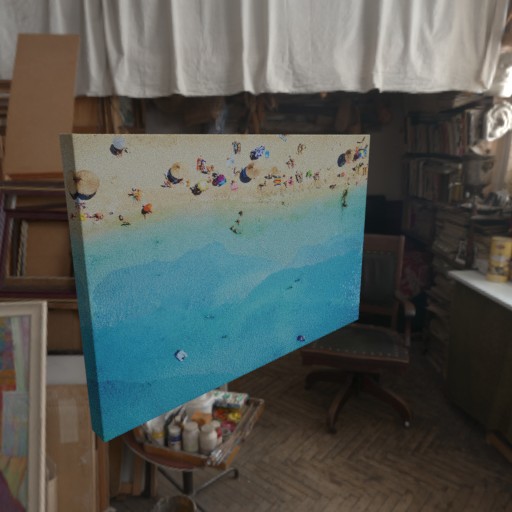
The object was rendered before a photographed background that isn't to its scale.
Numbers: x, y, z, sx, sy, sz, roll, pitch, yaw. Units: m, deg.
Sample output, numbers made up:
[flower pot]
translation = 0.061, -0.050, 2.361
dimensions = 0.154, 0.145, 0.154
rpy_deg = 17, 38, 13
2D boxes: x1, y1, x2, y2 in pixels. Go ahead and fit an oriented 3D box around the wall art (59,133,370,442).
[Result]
[wall art]
translation = 0.000, 0.000, 0.767
dimensions = 0.609, 0.406, 0.039
rpy_deg = -14, 21, -42
